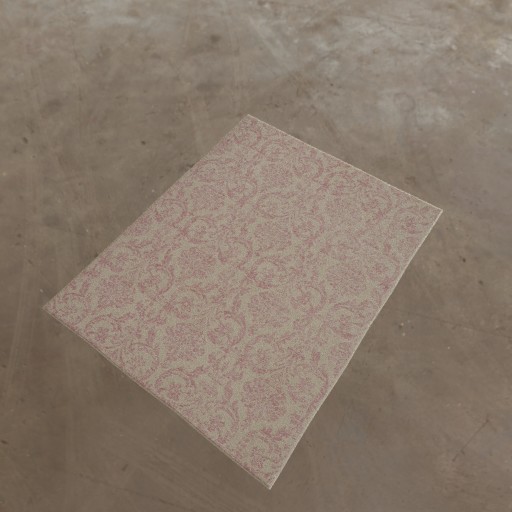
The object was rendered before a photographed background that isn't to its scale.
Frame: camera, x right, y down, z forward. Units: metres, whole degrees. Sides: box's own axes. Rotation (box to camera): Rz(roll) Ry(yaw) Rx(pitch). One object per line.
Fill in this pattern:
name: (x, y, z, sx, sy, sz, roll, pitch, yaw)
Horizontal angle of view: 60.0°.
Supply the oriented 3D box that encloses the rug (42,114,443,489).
rug: (0.000, 0.000, 4.055, 2.363, 0.012, 2.980, 31, 63, 18)
